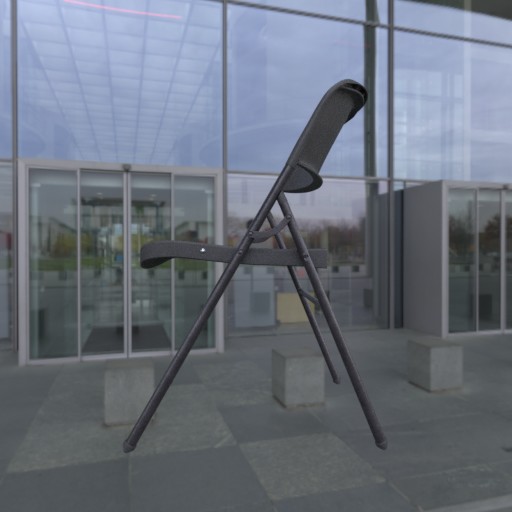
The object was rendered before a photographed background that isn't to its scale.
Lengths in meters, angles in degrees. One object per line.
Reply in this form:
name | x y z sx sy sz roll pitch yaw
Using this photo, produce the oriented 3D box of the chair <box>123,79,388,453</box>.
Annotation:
chair | 0.000 0.000 1.161 0.567 0.810 0.494 0 0 -1
